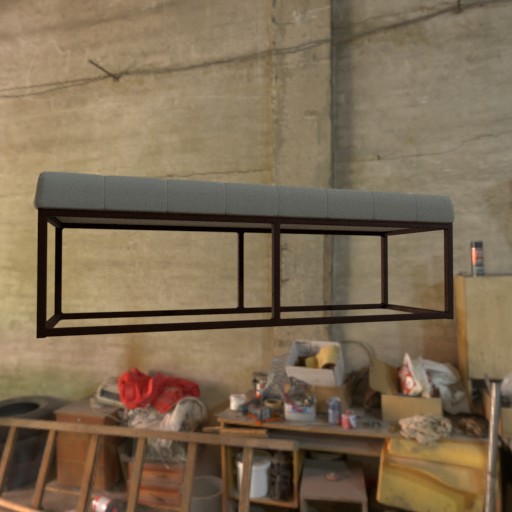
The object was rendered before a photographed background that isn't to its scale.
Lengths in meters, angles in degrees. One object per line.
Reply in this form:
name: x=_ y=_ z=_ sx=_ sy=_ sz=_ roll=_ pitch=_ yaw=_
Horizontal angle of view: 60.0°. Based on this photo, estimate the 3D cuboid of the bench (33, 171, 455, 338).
bench: x=0.000 y=0.000 z=1.702 sx=1.488 sy=0.488 sz=0.479 roll=0 pitch=-1 yaw=-18
